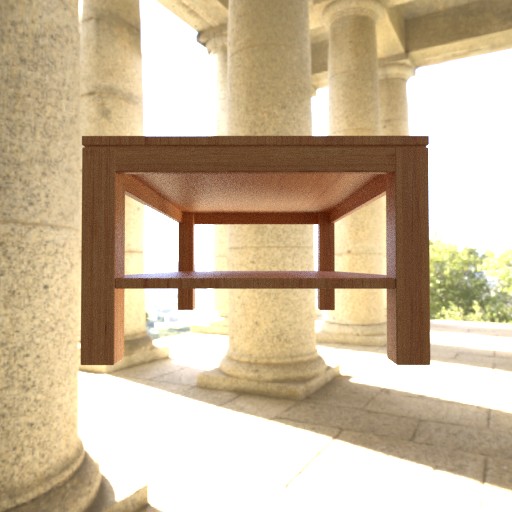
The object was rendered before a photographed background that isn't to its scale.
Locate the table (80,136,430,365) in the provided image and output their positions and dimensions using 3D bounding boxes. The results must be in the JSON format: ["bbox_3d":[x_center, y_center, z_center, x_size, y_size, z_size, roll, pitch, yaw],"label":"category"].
[{"bbox_3d":[0.000,0.000,1.453,0.695,0.457,1.146,0,-1,0],"label":"table"}]
